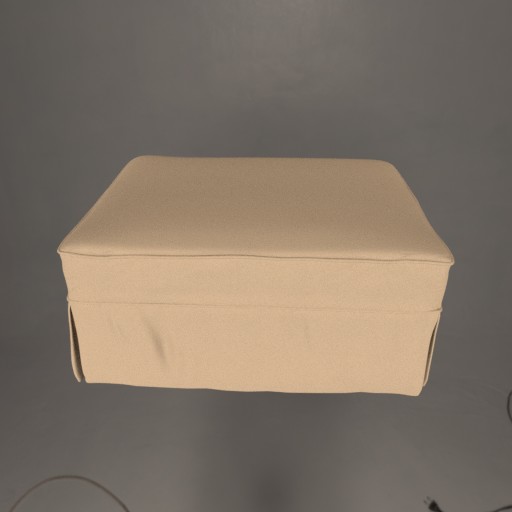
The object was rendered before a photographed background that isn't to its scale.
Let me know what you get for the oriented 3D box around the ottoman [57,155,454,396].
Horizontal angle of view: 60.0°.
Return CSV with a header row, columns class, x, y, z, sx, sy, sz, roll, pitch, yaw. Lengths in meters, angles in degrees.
class,x,y,z,sx,sy,sz,roll,pitch,yaw
ottoman,0.000,0.000,1.354,0.959,0.482,0.721,1,32,2
